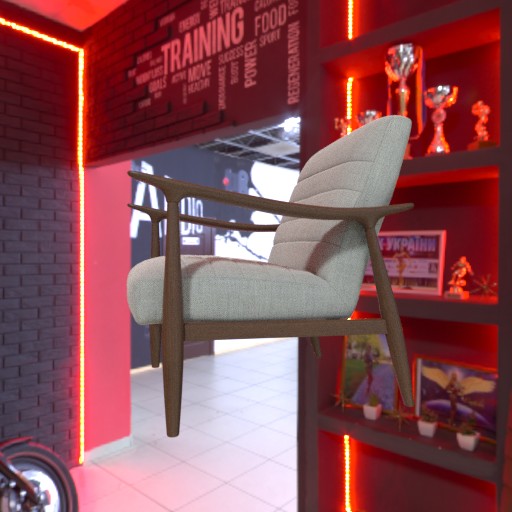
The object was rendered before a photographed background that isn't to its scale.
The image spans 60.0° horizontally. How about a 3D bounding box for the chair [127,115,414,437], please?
[{"bbox_3d":[0.000,0.000,1.426,0.798,0.832,0.741,0,0,-16],"label":"chair"}]
